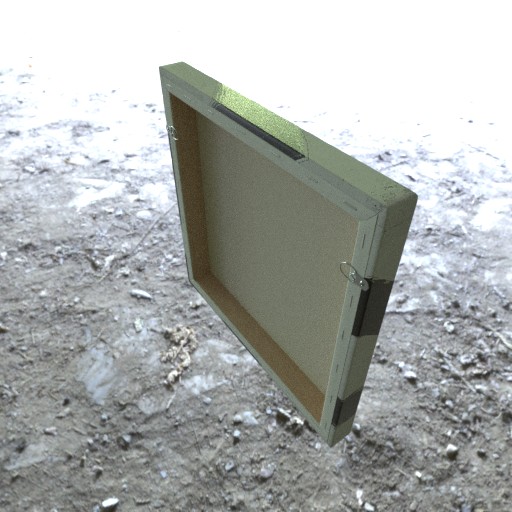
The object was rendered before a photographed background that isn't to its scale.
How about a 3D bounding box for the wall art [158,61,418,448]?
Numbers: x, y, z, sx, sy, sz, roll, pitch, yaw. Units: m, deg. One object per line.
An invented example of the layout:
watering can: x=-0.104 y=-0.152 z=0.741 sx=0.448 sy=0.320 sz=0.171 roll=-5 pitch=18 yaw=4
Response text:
wall art: x=0.000 y=0.000 z=0.764 sx=0.050 sy=0.508 sz=0.507 roll=-25 pitch=47 yaw=-26
